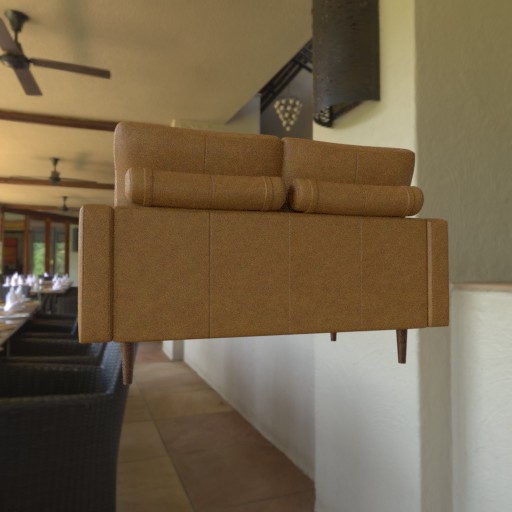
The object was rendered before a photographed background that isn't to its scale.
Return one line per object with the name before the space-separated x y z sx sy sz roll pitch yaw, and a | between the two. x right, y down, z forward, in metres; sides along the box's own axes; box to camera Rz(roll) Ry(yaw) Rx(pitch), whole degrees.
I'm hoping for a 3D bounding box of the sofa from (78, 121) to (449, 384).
sofa | 0.000 0.000 1.962 1.430 0.898 0.868 1 -2 -18
